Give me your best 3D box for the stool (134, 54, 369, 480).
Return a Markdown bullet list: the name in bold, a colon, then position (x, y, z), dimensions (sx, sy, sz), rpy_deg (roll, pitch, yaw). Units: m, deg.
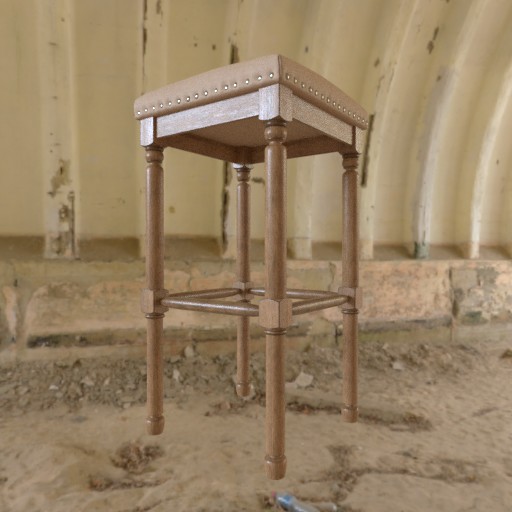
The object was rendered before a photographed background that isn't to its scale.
- **stool**: position (0.000, 0.000, 0.996), dimensions (0.382, 0.768, 0.383), rpy_deg (0, 1, 36)
